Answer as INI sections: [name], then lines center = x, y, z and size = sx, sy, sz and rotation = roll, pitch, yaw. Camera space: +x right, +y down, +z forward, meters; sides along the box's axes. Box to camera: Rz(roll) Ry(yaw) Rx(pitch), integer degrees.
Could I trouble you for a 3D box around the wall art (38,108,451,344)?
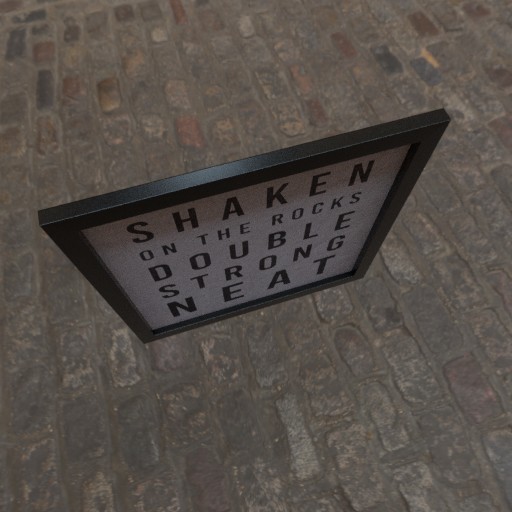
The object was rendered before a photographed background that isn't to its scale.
[wall art]
center = 0.000, 0.000, 0.519
size = 0.349, 0.349, 0.014
rotation = -16, 65, -8
